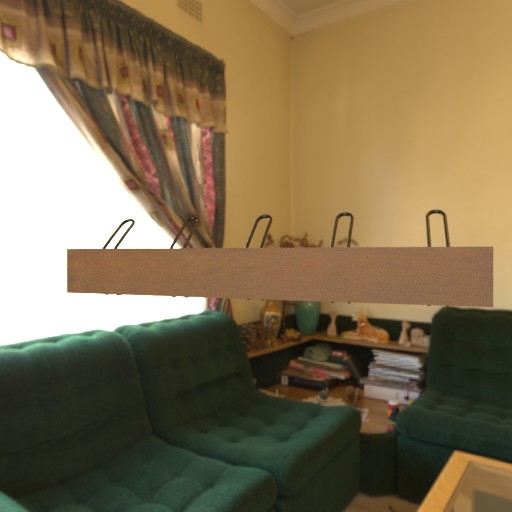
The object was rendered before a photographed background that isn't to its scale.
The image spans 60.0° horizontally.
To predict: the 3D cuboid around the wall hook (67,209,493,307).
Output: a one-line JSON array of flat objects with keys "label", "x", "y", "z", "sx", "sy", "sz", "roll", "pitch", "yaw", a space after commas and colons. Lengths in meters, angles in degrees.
[{"label": "wall hook", "x": 0.000, "y": 0.000, "z": 0.592, "sx": 0.554, "sy": 0.116, "sz": 0.076, "roll": 0, "pitch": 0, "yaw": 18}]
